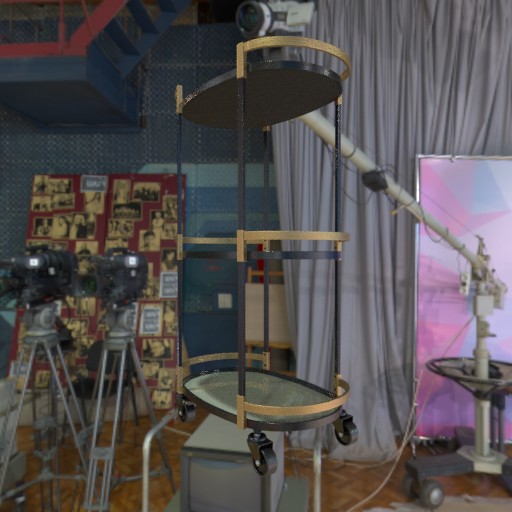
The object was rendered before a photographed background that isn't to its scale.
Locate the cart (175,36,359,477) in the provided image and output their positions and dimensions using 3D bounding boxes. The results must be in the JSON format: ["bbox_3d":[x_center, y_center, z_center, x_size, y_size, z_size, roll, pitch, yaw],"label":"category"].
[{"bbox_3d":[0.000,0.000,1.127,0.311,0.885,0.515,0,1,-36],"label":"cart"}]
